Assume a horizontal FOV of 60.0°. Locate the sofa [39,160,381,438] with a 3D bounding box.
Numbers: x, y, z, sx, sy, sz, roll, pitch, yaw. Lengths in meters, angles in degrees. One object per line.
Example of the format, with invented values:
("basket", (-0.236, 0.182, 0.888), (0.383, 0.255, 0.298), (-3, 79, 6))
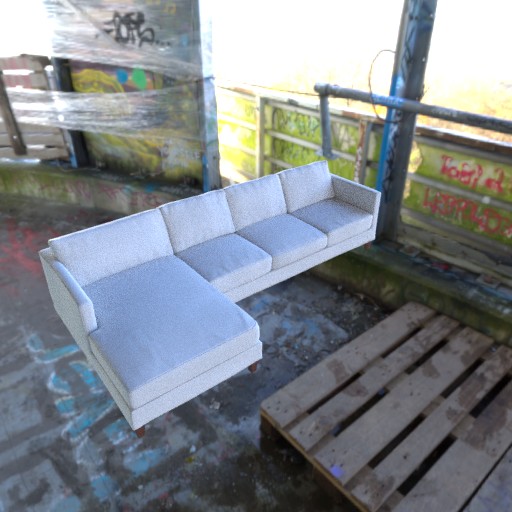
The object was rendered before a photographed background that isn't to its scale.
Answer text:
("sofa", (0.000, 0.000, 3.969), (3.186, 0.861, 1.625), (-22, 37, -32))
